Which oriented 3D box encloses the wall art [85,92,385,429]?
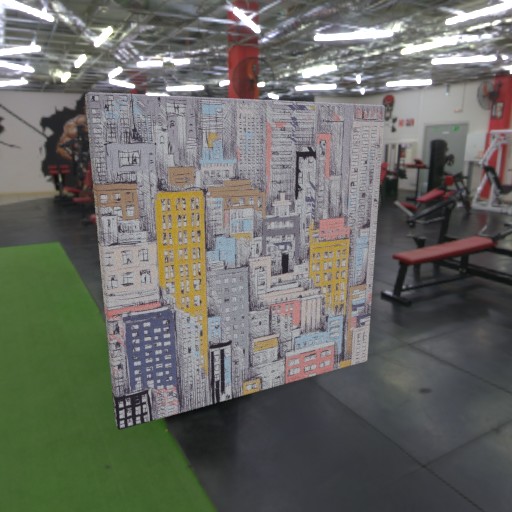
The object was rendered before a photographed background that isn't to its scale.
[{"bbox_3d":[0.000,0.000,1.146,0.761,0.762,0.048,-7,16,-26],"label":"wall art"}]
